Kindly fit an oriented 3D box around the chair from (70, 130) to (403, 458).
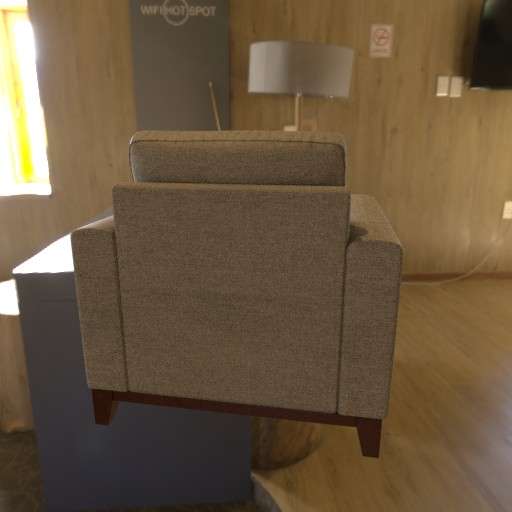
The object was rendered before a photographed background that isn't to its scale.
[{"bbox_3d":[0.000,0.000,1.853,1.024,1.010,1.038,3,16,10],"label":"chair"}]
